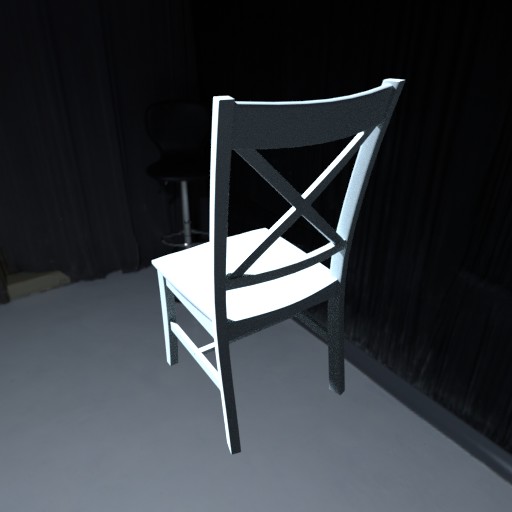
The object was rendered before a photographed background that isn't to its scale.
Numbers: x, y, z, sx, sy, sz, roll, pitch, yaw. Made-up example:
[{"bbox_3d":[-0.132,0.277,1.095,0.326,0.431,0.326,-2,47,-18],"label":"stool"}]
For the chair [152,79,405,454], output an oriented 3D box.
[{"bbox_3d":[0.000,0.000,1.300,0.485,0.983,0.542,-18,33,-29],"label":"chair"}]
